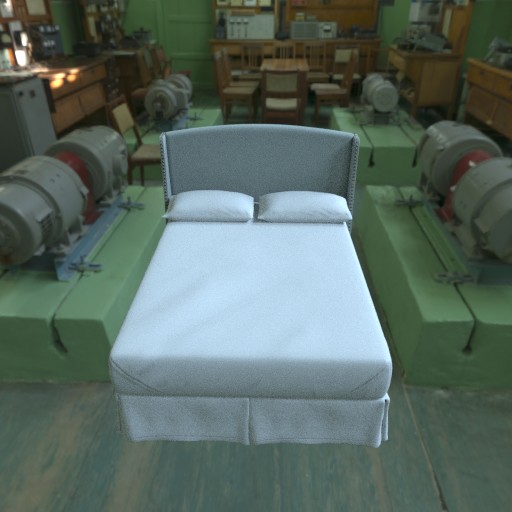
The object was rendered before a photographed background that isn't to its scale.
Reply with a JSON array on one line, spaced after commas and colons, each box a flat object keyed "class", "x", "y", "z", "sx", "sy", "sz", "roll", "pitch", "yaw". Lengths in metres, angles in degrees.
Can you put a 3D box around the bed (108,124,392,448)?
[{"class": "bed", "x": 0.000, "y": 0.000, "z": 3.286, "sx": 1.710, "sy": 1.407, "sz": 2.237, "roll": 1, "pitch": 30, "yaw": 1}]
